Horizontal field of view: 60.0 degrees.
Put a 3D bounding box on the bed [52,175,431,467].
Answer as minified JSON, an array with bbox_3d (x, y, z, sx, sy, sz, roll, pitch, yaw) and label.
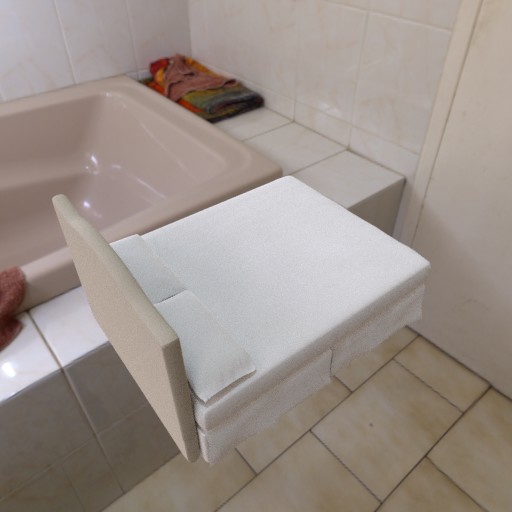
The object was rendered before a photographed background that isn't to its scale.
[{"bbox_3d":[0.000,0.000,3.701,2.477,1.437,1.977,-27,47,-27],"label":"bed"}]
